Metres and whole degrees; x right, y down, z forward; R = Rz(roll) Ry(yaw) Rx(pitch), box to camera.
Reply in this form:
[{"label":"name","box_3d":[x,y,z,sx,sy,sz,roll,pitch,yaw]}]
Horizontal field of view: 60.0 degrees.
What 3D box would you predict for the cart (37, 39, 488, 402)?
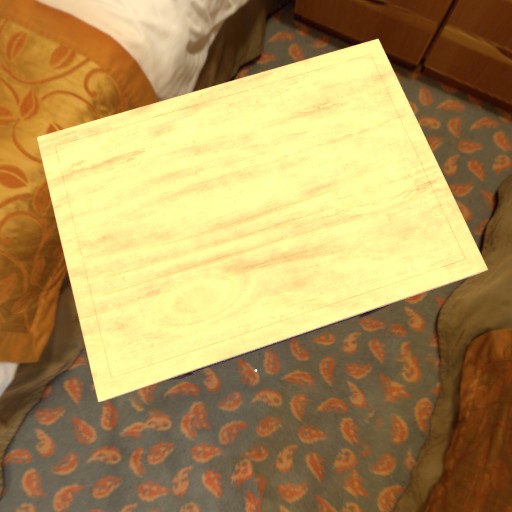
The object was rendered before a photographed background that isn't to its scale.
[{"label":"cart","box_3d":[0.000,0.000,1.355,0.797,0.920,0.567,-18,76,-5]}]
